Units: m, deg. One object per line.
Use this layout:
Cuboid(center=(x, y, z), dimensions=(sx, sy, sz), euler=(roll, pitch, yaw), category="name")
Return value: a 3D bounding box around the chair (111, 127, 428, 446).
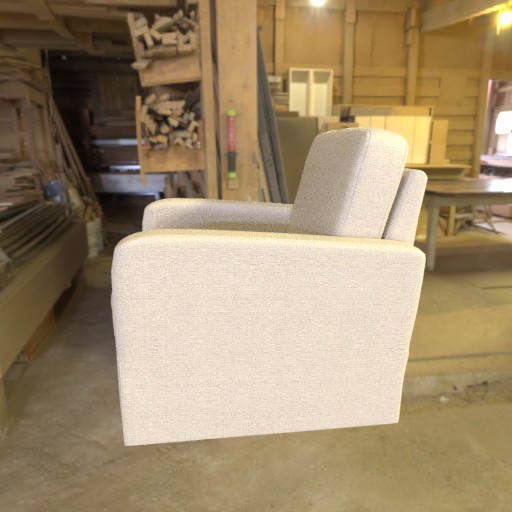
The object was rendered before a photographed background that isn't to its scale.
Cuboid(center=(0.000, 0.000, 1.487), dimensions=(0.888, 0.827, 0.755), euler=(-2, 15, -7), category="chair")
